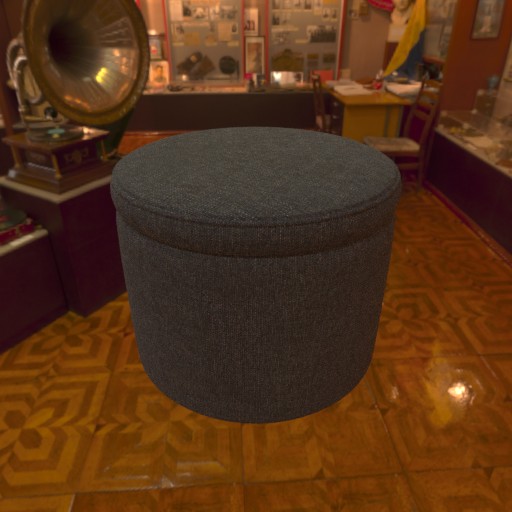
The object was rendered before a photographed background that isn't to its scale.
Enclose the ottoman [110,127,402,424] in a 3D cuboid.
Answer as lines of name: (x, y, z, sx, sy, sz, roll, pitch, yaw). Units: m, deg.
ottoman: (0.000, 0.000, 0.904, 0.520, 0.430, 0.520, 0, 30, 0)
